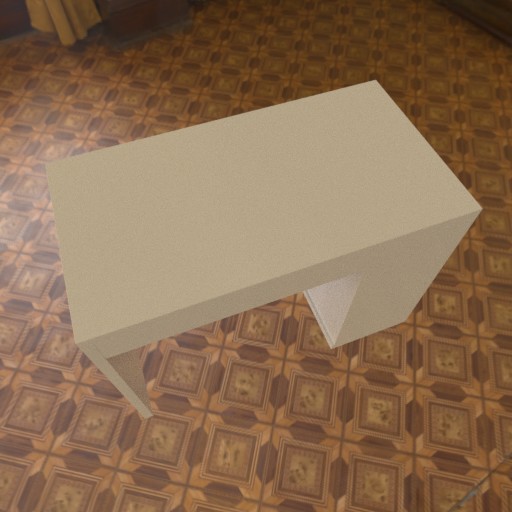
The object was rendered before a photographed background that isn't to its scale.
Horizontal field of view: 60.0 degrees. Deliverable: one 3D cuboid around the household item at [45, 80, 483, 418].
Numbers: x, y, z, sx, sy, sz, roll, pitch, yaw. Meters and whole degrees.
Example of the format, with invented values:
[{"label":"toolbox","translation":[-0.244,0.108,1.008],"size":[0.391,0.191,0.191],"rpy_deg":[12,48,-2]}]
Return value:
[{"label":"household item","translation":[0.000,0.000,1.572],"size":[1.100,0.749,0.597],"rpy_deg":[-18,59,-11]}]
